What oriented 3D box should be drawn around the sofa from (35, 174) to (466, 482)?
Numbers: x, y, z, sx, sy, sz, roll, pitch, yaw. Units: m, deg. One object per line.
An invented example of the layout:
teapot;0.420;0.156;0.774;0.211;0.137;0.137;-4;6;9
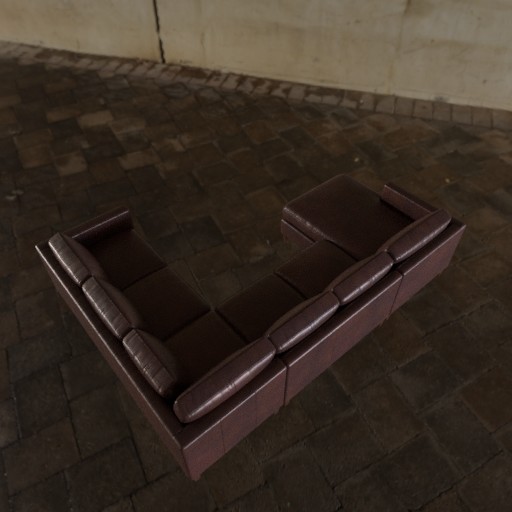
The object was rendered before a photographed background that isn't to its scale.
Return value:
sofa;0.000;0.000;4.422;3.324;0.891;2.452;-32;54;-27
